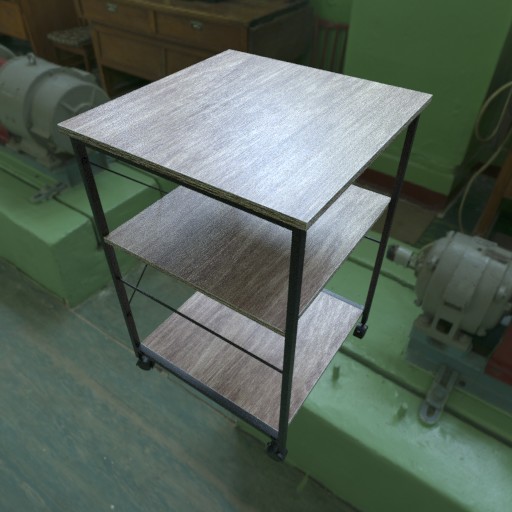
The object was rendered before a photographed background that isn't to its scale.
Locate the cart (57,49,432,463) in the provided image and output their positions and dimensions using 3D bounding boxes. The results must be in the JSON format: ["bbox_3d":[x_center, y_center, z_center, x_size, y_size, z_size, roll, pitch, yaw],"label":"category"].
[{"bbox_3d":[0.000,0.000,1.109,0.520,0.762,0.521,24,47,25],"label":"cart"}]
